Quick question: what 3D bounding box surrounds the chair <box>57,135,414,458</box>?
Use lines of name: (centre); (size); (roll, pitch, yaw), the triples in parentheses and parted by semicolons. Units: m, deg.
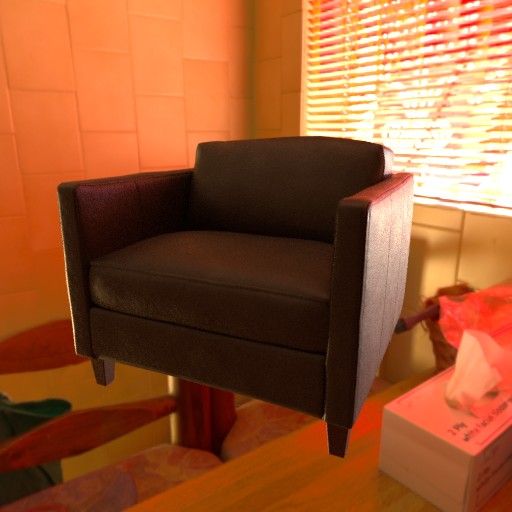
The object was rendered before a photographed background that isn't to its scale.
chair: (0.000, 0.000, 1.547); (0.939, 0.811, 0.862); (7, 17, 24)
